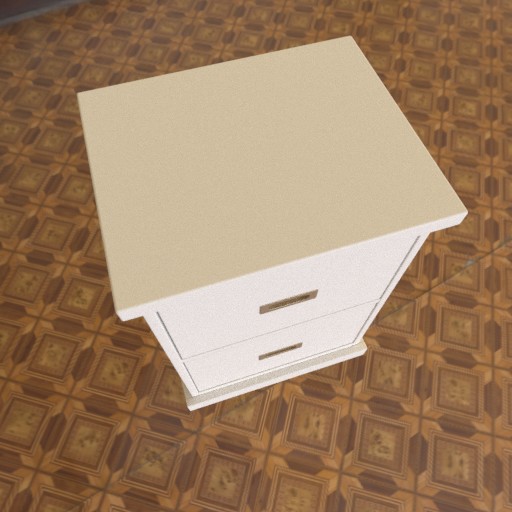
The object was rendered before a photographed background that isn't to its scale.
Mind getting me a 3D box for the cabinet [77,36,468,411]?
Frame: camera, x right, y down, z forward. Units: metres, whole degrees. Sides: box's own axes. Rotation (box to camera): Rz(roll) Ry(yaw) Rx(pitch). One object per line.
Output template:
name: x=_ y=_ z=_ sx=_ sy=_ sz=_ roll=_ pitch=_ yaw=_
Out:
cabinet: x=0.000 y=0.000 z=1.027 sx=0.520 sy=0.723 sz=0.431 roll=-16 pitch=62 yaw=-8
